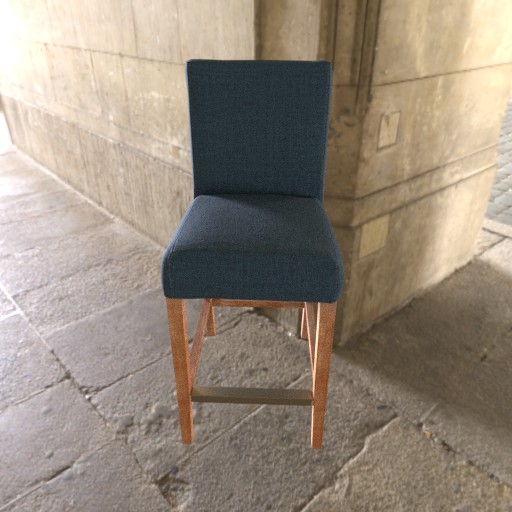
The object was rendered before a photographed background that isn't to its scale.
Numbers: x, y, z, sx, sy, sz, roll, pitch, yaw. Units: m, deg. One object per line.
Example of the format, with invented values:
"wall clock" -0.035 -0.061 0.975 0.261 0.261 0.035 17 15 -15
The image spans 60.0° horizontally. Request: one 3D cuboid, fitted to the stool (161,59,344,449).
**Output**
"stool" 0.000 0.000 1.334 0.454 1.039 0.567 1 30 2
